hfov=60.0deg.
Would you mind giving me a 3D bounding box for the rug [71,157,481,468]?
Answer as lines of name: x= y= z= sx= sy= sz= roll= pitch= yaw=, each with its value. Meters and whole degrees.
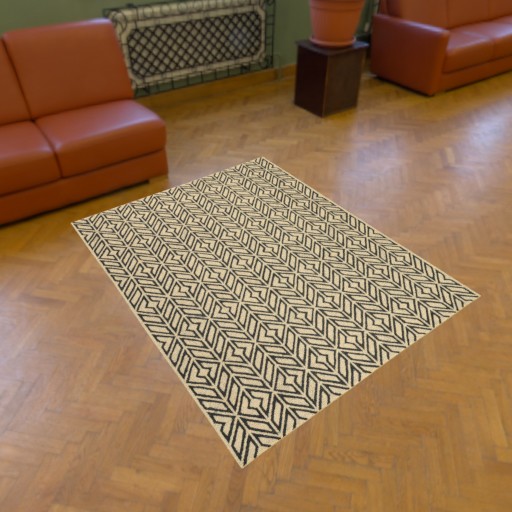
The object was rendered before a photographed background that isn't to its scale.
rug: x=0.000 y=0.000 z=4.087 sx=2.421 sy=0.008 sz=3.045 roll=-25 pitch=46 yaw=-27
